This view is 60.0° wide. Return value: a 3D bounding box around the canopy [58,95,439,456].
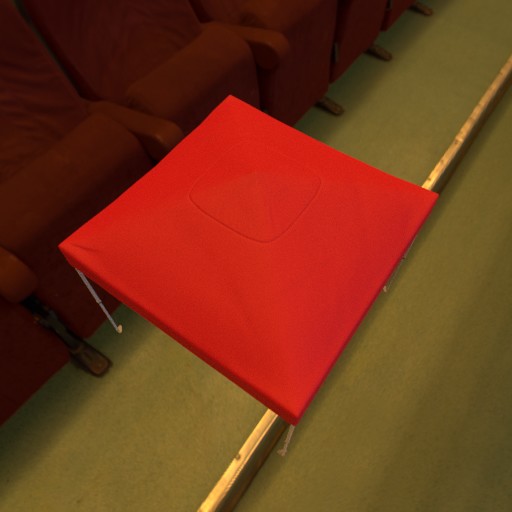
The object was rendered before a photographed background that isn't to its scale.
[{"bbox_3d":[0.000,0.000,5.443,2.998,2.997,2.996,31,63,18],"label":"canopy"}]
